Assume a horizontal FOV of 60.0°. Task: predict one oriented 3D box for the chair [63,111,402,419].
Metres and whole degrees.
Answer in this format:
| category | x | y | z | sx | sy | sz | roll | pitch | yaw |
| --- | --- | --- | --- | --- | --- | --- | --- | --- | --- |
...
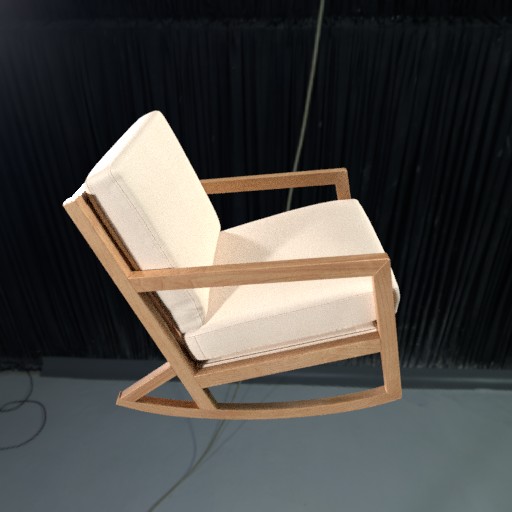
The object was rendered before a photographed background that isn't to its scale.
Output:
| category | x | y | z | sx | sy | sz | roll | pitch | yaw |
| --- | --- | --- | --- | --- | --- | --- | --- | --- | --- |
| chair | 0.000 | 0.000 | 1.412 | 0.857 | 0.790 | 0.622 | 0 | 31 | 0 |
